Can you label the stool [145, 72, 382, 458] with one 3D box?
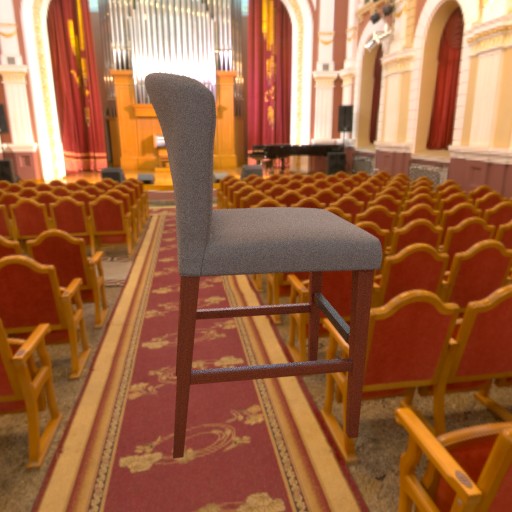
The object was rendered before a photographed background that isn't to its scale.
[{"bbox_3d":[0.000,0.000,1.287,0.568,0.968,0.481,-2,16,-9],"label":"stool"}]
